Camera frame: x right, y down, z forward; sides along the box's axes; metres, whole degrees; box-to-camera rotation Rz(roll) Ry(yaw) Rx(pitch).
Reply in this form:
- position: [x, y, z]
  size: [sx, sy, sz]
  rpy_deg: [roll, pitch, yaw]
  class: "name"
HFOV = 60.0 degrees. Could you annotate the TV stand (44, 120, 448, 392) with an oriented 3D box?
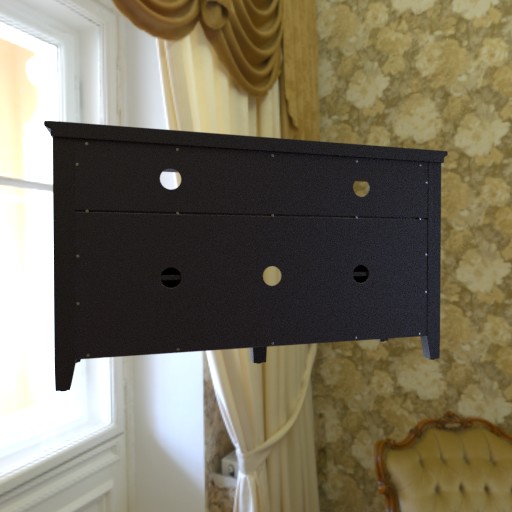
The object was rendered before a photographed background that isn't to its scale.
- position: [0.000, 0.000, 1.437]
  size: [1.198, 0.681, 0.347]
  rpy_deg: [0, 1, -17]
  class: "TV stand"
